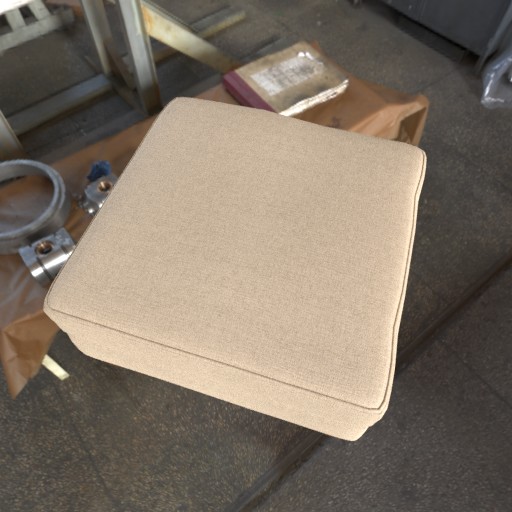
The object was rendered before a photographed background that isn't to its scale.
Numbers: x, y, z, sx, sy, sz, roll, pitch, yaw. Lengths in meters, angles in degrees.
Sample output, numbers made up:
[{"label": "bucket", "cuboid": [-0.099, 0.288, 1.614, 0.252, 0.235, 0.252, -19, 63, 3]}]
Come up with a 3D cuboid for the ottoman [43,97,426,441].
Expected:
[{"label": "ottoman", "cuboid": [0.000, 0.000, 1.350, 0.838, 0.503, 0.838, 15, 59, 9]}]
